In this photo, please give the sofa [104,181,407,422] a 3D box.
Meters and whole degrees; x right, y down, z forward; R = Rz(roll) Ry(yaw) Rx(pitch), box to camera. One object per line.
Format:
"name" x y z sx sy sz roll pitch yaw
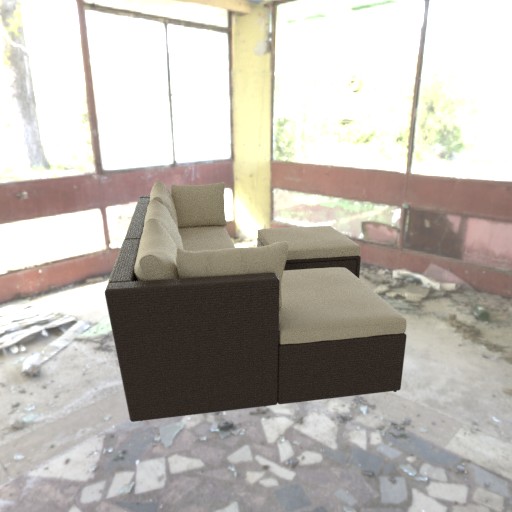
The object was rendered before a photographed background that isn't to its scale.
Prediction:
"sofa" 0.000 0.000 2.957 1.612 0.766 2.192 -3 18 -10
